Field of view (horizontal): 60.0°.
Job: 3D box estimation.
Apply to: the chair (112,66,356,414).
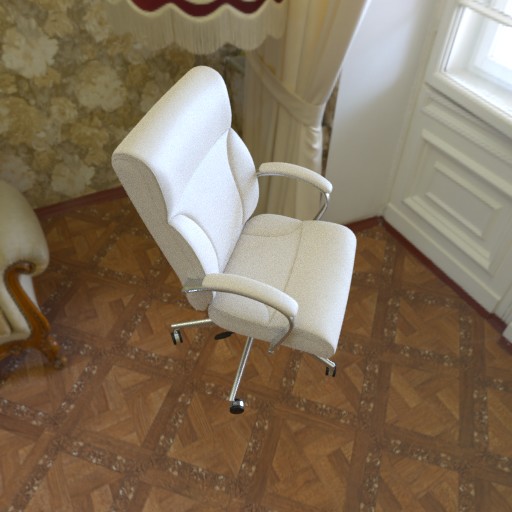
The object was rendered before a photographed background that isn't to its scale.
[{"bbox_3d":[0.000,0.000,1.617,0.745,1.099,0.727,12,47,11],"label":"chair"}]
